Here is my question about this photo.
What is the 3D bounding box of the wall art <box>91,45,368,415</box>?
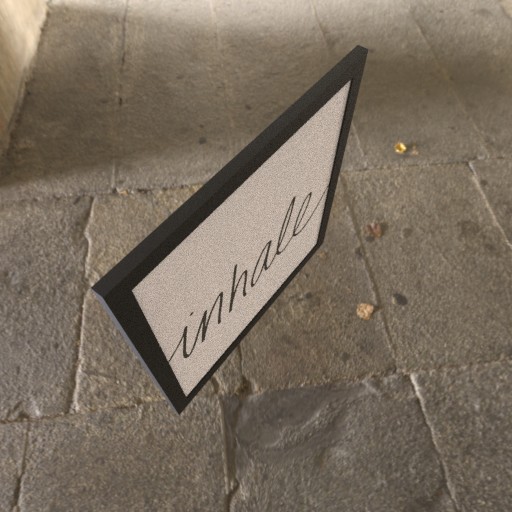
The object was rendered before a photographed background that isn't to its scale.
[{"bbox_3d":[0.000,0.000,0.528,0.013,0.356,0.356,33,64,19],"label":"wall art"}]
